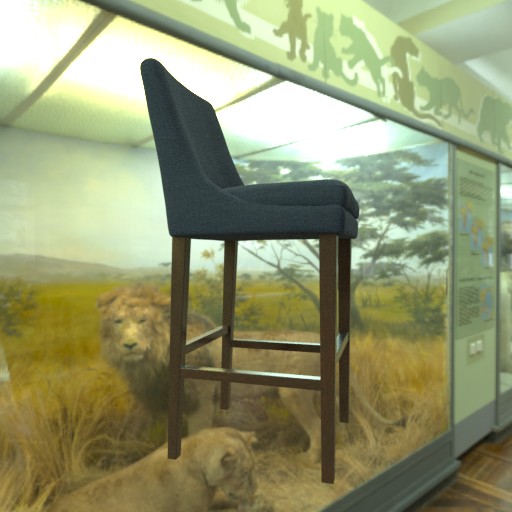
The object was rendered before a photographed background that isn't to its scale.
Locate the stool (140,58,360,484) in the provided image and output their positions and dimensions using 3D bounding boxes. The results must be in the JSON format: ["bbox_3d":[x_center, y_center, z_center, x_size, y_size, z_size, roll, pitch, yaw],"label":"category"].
[{"bbox_3d":[0.000,0.000,1.319,0.577,1.078,0.470,0,1,17],"label":"stool"}]
